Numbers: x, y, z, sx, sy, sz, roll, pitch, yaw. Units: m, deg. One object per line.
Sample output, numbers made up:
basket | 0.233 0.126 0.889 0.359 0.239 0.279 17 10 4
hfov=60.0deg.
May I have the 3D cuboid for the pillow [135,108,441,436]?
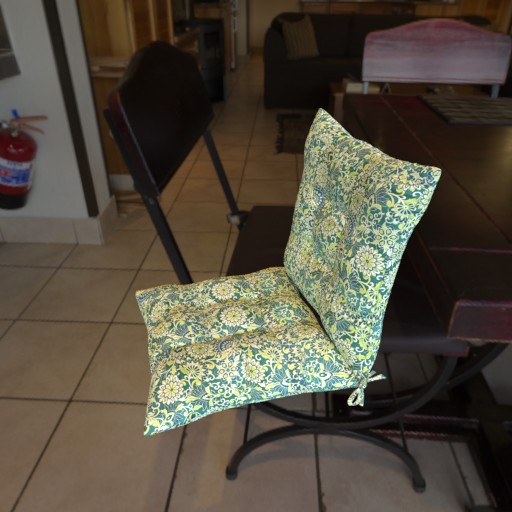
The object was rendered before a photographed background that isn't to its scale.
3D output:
pillow | 0.000 0.000 1.017 0.585 0.536 0.541 -8 31 -13
